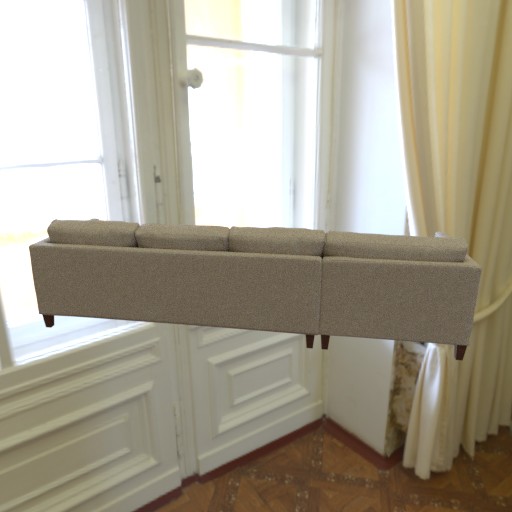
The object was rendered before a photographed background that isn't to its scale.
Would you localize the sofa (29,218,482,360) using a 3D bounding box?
[{"bbox_3d":[0.000,0.000,3.879,3.186,0.846,1.625,3,18,9],"label":"sofa"}]
